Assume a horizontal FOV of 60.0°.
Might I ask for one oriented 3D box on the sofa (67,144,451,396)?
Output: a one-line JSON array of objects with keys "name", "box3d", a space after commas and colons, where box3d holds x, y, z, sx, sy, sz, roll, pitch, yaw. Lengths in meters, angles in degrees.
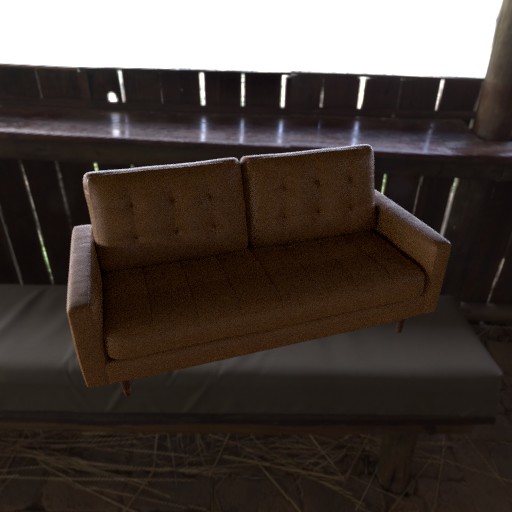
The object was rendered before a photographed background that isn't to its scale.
[{"name": "sofa", "box3d": [0.000, 0.000, 2.331, 1.821, 0.898, 0.850, -9, 32, -15]}]
